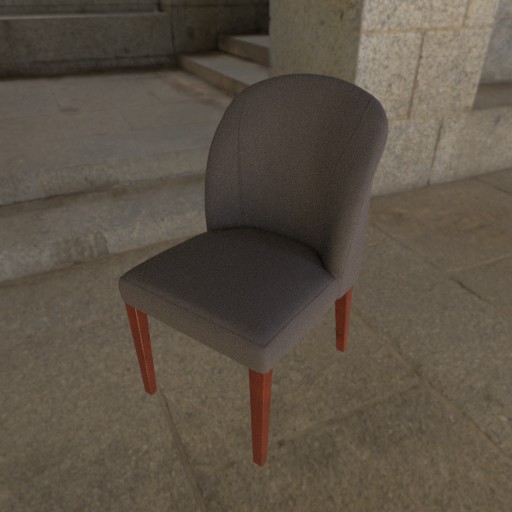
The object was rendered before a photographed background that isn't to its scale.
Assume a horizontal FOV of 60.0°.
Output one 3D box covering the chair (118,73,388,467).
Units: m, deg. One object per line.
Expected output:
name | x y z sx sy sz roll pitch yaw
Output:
chair | 0.000 0.000 1.253 0.506 0.879 0.619 20 37 29
